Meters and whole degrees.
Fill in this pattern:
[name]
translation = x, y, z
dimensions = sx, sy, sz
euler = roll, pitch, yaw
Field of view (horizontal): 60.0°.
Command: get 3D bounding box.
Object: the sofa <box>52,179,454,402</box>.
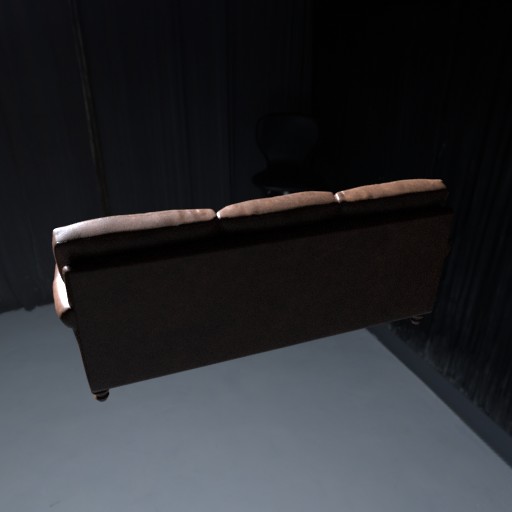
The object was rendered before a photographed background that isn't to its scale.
[sofa]
translation = 0.000, 0.000, 2.823
dimensions = 2.351, 0.977, 0.973
euler = -9, 28, -18
